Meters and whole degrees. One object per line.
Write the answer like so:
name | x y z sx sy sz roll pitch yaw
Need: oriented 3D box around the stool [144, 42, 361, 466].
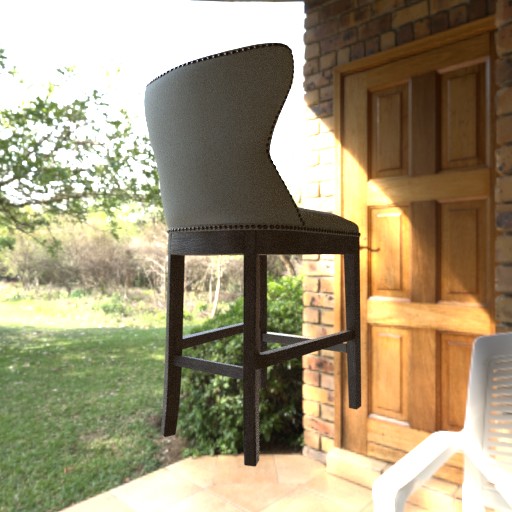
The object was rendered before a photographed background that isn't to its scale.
stool | 0.000 0.000 1.312 0.498 0.981 0.608 0 0 36
